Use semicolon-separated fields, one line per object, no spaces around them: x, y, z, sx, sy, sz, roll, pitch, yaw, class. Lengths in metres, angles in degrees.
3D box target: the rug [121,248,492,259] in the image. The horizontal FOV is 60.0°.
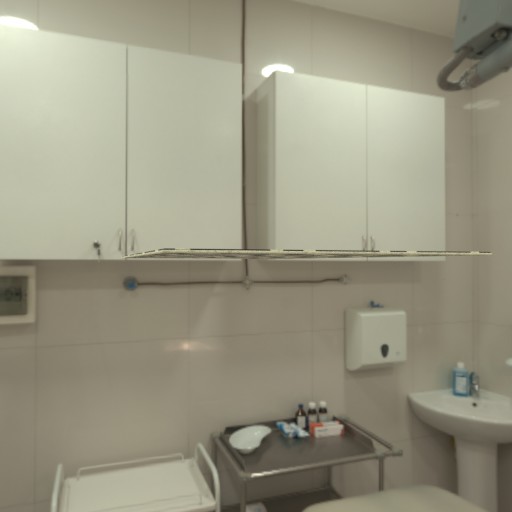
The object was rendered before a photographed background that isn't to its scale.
0.000;0.000;2.908;1.555;0.016;2.286;0;-1;-20;rug
